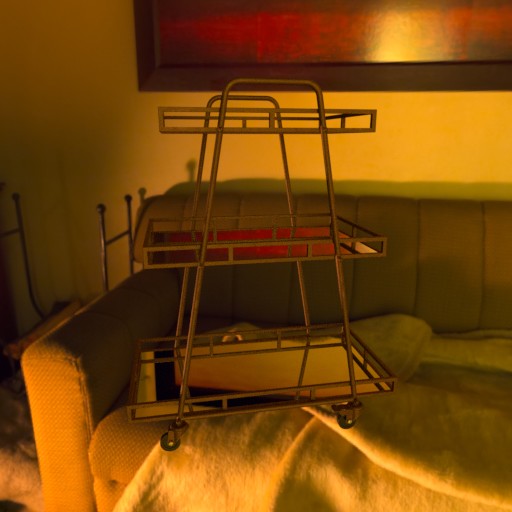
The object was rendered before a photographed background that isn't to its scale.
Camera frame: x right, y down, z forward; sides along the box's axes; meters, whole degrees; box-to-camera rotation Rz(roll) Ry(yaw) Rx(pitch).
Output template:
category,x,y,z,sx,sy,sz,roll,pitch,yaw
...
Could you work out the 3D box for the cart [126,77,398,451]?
category,x,y,z,sx,sy,sz,roll,pitch,yaw
cart,0.000,0.000,1.239,0.711,0.883,0.441,-3,15,-10
